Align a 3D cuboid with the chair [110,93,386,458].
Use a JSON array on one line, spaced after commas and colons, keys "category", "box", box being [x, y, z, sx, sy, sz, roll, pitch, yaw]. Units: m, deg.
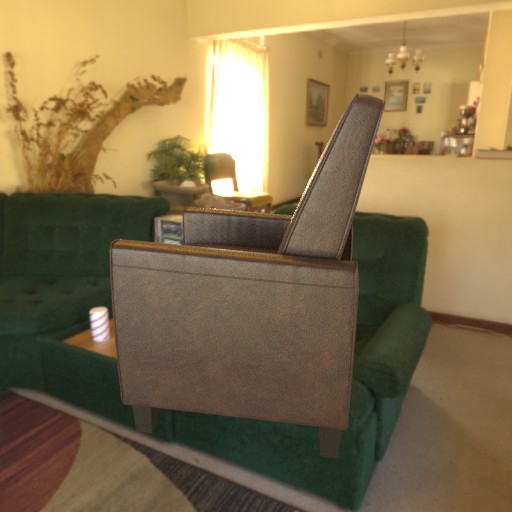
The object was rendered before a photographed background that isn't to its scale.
[{"category": "chair", "box": [0.000, 0.000, 1.515, 0.746, 1.013, 0.705, 3, 16, 10]}]
